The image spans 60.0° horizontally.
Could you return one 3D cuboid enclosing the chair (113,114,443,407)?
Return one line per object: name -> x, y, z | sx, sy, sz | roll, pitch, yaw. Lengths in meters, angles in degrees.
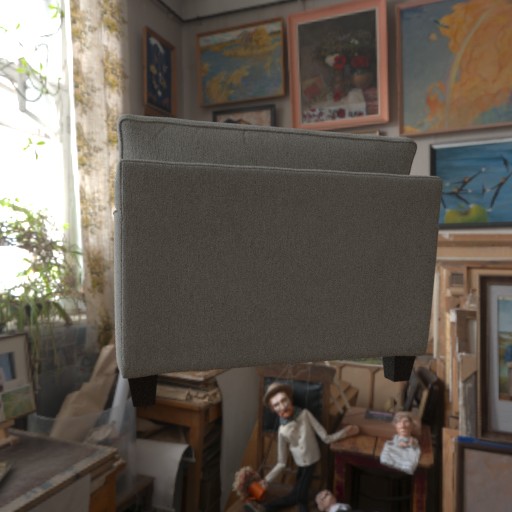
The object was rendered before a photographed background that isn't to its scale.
chair -> 0.000, 0.000, 2.009 | 1.220, 1.016, 1.041 | 0, 1, -16
